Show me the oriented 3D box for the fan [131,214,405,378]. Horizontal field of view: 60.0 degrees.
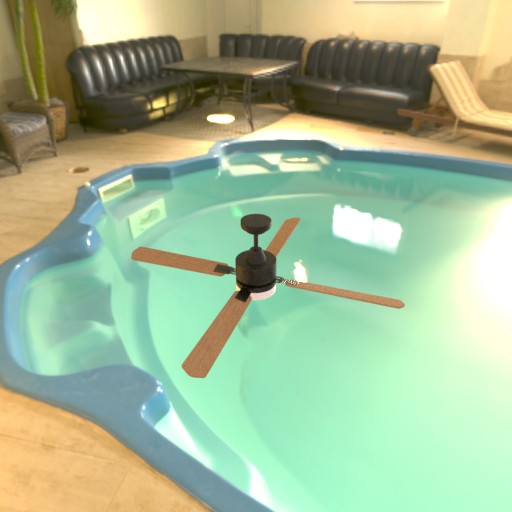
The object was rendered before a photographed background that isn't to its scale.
[{"bbox_3d":[0.000,0.000,1.988,1.320,0.355,1.320,10,32,17],"label":"fan"}]
